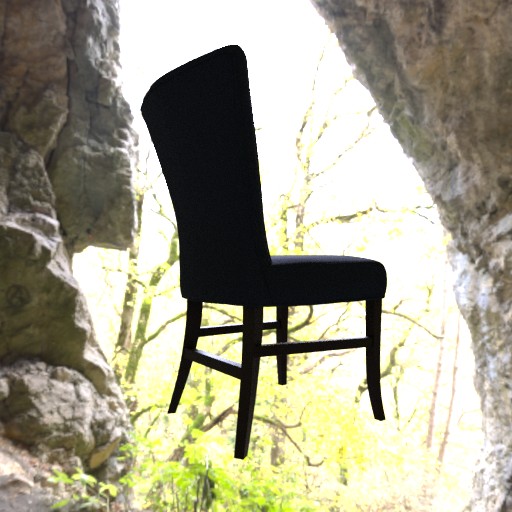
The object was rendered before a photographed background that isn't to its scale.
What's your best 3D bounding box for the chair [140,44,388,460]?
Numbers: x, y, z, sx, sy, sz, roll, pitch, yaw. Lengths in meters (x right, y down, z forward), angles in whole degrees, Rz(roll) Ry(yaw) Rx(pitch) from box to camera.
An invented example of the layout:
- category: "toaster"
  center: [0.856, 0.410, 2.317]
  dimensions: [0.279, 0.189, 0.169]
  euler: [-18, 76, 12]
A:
- category: "chair"
  center: [0.000, 0.000, 1.361]
  dimensions: [0.660, 0.991, 0.520]
  euler: [0, -1, -36]
